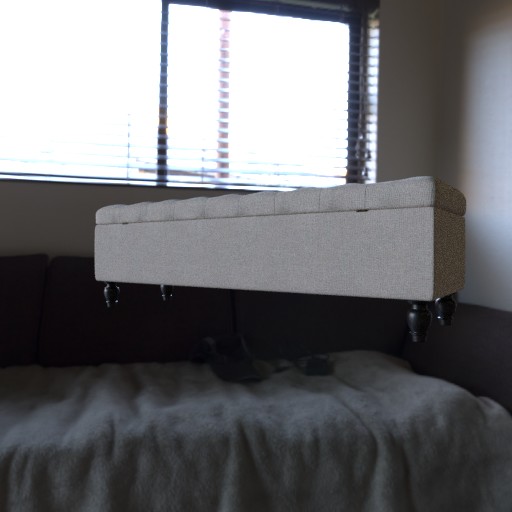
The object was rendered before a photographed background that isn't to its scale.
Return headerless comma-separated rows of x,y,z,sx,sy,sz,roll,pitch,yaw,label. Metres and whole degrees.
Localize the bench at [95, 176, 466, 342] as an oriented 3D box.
0.000,0.000,1.770,1.480,0.467,0.455,0,1,35,bench
